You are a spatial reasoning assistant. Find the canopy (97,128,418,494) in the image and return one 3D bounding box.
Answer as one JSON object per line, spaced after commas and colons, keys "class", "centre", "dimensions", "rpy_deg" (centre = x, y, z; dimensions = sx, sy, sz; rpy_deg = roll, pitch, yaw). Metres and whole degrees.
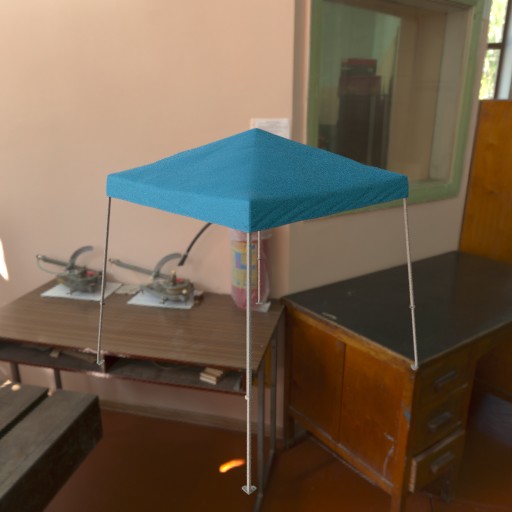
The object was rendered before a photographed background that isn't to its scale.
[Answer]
{"class": "canopy", "centre": [0.000, 0.000, 5.129], "dimensions": [2.849, 2.849, 2.848], "rpy_deg": [-15, 23, -41]}
